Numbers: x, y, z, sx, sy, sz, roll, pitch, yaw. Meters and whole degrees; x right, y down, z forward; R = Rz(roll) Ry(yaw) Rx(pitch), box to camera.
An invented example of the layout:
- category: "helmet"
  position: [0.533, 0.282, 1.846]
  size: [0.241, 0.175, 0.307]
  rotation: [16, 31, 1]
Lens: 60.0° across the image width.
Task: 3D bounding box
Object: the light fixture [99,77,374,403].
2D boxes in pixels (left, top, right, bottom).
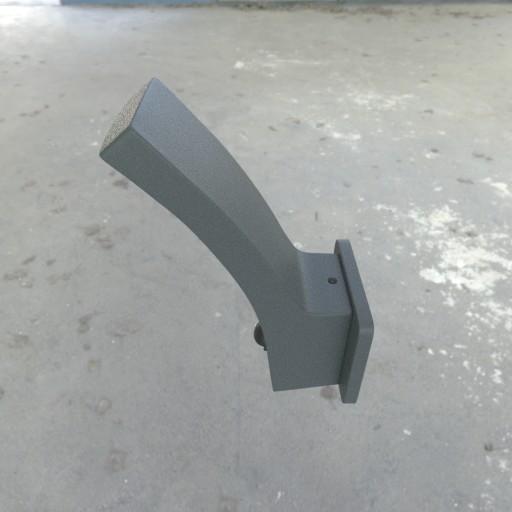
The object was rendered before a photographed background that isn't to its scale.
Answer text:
- category: "light fixture"
  position: [0.000, 0.000, 0.335]
  size: [0.174, 0.243, 0.108]
  rotation: [-1, 40, -1]
